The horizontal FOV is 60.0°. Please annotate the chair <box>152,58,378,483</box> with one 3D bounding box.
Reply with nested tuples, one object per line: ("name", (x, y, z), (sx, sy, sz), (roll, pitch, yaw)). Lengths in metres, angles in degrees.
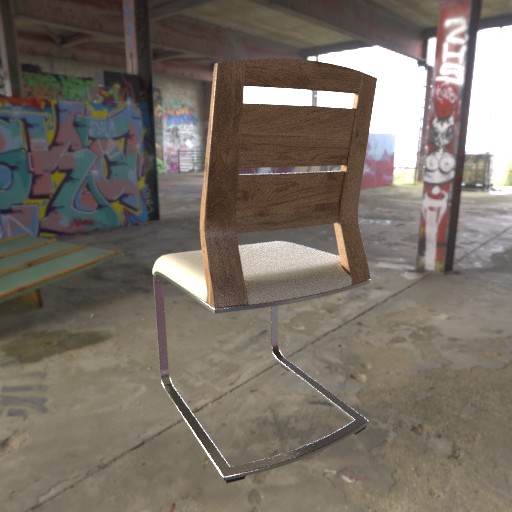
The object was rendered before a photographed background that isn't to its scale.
("chair", (0.000, 0.000, 1.254), (0.457, 0.955, 0.561), (-8, 16, -28))
